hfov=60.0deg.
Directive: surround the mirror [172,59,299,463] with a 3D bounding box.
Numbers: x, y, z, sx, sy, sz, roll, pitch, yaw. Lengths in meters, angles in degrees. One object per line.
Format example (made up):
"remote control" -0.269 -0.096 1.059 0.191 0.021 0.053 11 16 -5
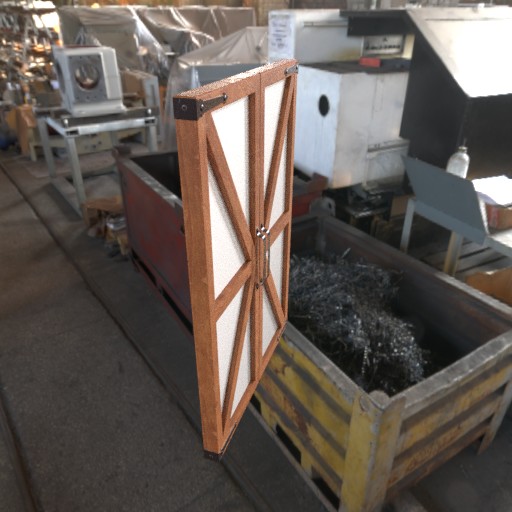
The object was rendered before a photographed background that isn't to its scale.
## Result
"mirror" 0.000 0.000 0.990 0.053 0.761 0.517 10 31 18
